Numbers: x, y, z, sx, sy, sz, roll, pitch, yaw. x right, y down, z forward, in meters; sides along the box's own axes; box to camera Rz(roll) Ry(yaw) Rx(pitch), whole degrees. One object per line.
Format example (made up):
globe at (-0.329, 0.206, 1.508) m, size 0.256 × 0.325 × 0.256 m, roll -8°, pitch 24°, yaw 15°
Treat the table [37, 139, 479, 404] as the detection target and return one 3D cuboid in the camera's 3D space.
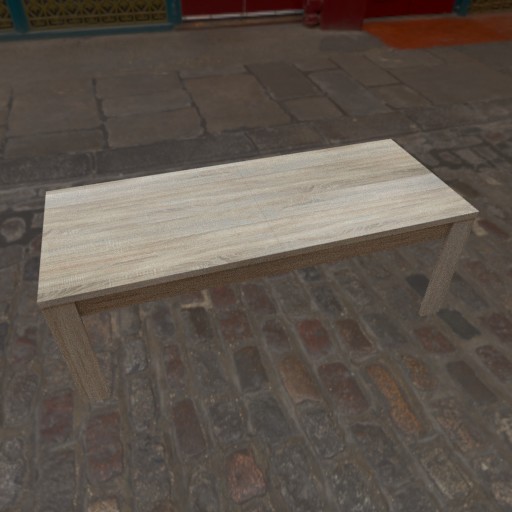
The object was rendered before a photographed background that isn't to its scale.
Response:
table at (0.000, 0.000, 2.683) m, size 2.200 × 0.790 × 0.900 m, roll -12°, pitch 42°, yaw -13°
